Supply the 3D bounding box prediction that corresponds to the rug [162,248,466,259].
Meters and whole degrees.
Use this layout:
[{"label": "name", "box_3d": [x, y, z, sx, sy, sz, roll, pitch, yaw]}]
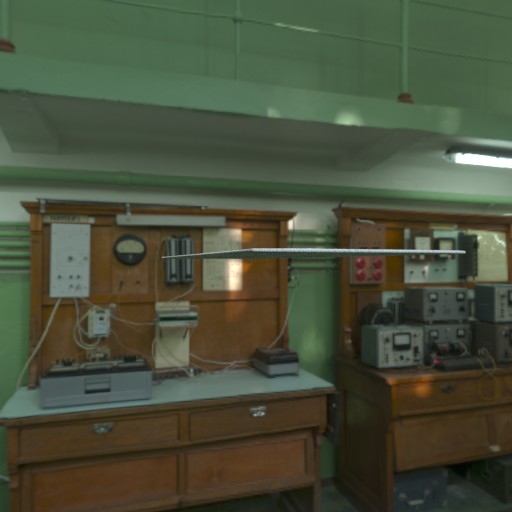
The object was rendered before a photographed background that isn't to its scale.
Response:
[{"label": "rug", "box_3d": [0.000, 0.000, 2.699, 0.855, 0.017, 2.452, 0, -1, -19]}]
